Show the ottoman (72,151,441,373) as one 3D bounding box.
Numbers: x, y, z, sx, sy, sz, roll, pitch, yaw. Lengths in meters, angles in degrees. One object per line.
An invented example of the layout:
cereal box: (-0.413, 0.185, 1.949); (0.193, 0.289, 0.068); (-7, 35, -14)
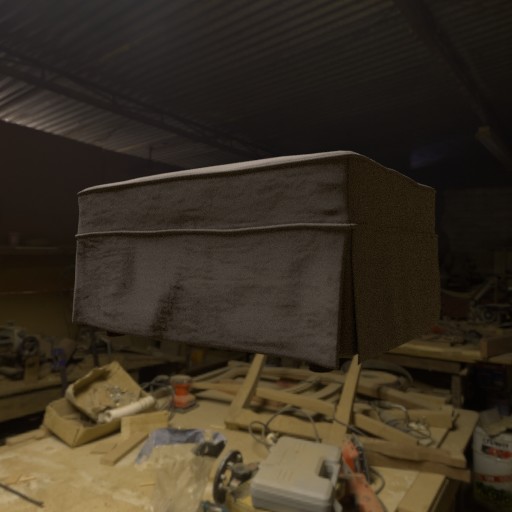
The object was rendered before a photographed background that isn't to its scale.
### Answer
ottoman: (0.000, 0.000, 1.335); (0.944, 0.479, 0.703); (0, 0, 36)
